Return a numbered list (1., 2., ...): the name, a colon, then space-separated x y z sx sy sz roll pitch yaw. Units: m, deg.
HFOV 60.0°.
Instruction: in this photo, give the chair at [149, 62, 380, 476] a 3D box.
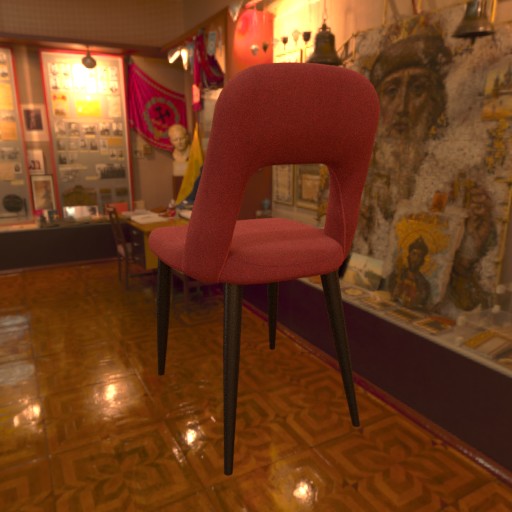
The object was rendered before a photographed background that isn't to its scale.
1. chair: 0.000 0.000 1.200 0.483 0.892 0.569 -7 16 -26
